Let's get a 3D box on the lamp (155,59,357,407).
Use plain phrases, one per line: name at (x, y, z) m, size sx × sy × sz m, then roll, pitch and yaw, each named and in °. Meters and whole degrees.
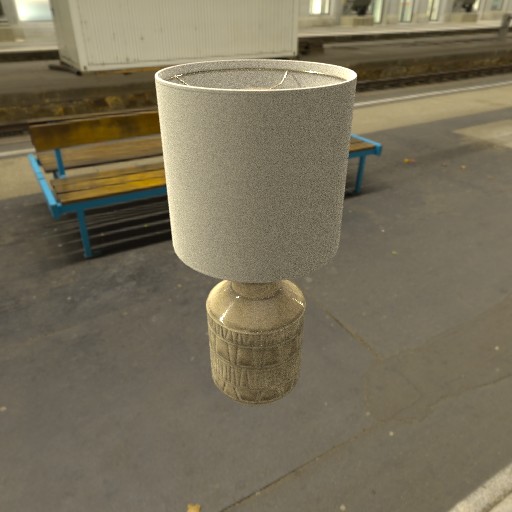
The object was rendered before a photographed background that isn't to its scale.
lamp at (0.000, 0.000, 0.587) m, size 0.211 × 0.455 × 0.211 m, roll 21°, pitch 37°, yaw 32°
